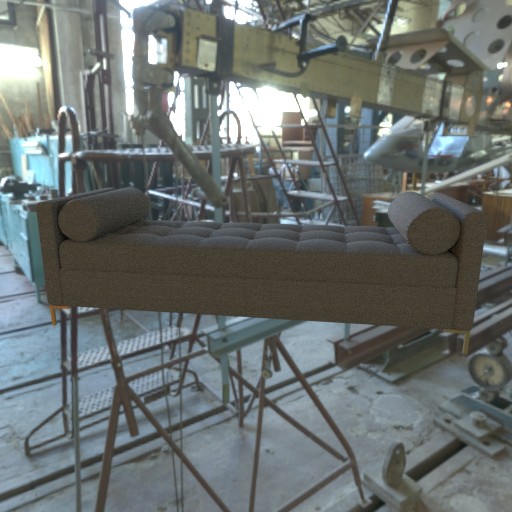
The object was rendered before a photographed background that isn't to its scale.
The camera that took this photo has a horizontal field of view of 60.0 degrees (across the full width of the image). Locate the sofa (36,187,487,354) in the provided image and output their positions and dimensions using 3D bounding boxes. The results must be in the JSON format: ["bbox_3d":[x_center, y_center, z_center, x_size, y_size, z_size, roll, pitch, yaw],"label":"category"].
[{"bbox_3d":[0.000,0.000,2.309,1.981,0.635,0.686,2,15,9],"label":"sofa"}]
